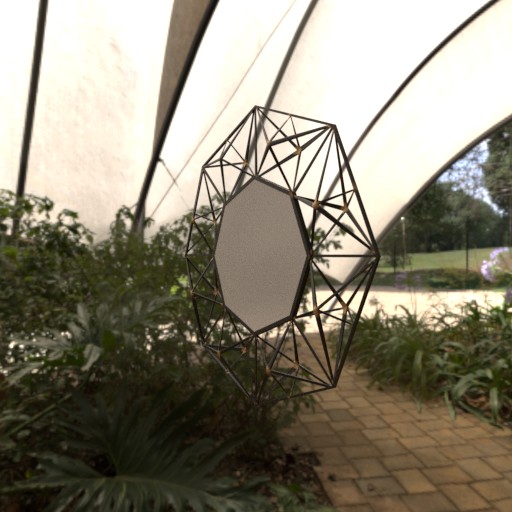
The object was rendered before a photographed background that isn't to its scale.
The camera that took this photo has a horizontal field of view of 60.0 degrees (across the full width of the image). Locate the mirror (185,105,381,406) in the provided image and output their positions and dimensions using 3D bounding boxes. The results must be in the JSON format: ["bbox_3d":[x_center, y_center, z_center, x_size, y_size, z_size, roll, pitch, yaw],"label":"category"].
[{"bbox_3d":[0.000,0.000,1.045,0.094,0.710,0.710,0,0,-37],"label":"mirror"}]
